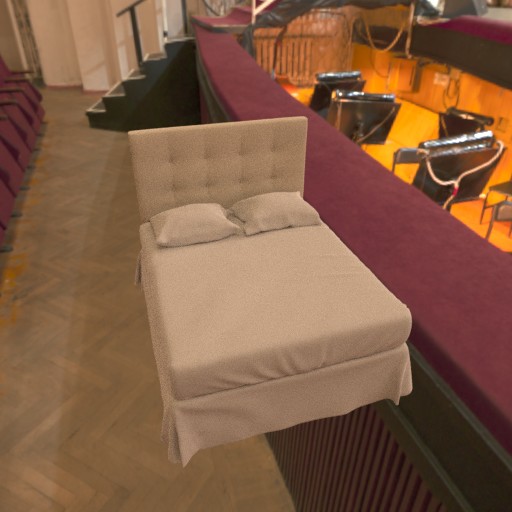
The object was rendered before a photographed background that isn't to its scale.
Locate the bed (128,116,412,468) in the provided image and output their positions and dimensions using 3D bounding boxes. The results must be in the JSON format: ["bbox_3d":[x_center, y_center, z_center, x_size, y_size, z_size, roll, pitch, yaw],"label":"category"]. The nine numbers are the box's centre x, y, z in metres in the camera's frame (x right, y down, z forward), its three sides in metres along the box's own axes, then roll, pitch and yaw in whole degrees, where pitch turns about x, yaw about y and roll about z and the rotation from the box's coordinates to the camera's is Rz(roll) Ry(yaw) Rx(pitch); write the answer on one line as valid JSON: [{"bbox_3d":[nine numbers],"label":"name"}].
[{"bbox_3d":[0.000,0.000,3.527,1.936,1.577,2.222,-10,33,-15],"label":"bed"}]
